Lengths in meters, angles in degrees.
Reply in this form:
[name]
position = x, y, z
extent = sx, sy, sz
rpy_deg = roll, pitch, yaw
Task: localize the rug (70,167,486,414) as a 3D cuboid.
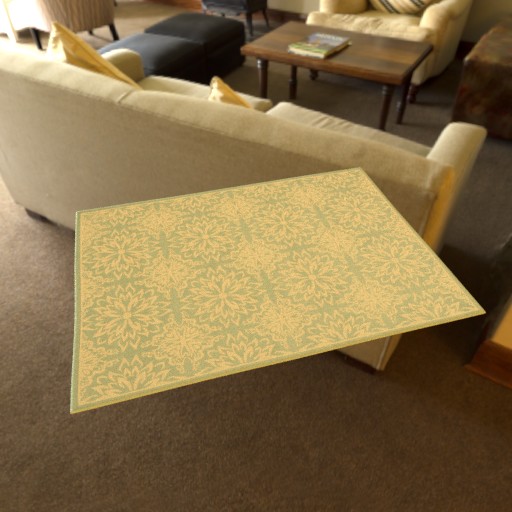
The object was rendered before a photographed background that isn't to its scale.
[rug]
position = 0.000, 0.000, 2.803
extent = 2.205, 0.014, 1.589
rpy_deg = -11, 44, -12
